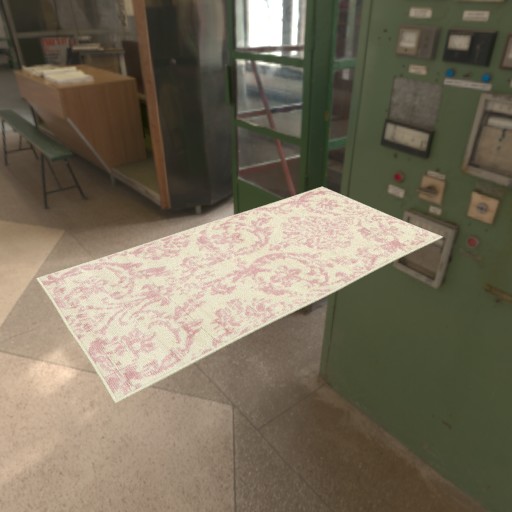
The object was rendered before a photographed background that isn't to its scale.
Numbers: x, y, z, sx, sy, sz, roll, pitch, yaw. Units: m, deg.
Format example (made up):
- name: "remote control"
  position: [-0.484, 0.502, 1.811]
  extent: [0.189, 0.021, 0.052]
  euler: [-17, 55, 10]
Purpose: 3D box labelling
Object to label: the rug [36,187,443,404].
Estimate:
- name: "rug"
  position: [0.000, 0.000, 1.459]
  extent: [1.219, 0.007, 0.604]
  euler: [-21, 37, -32]
